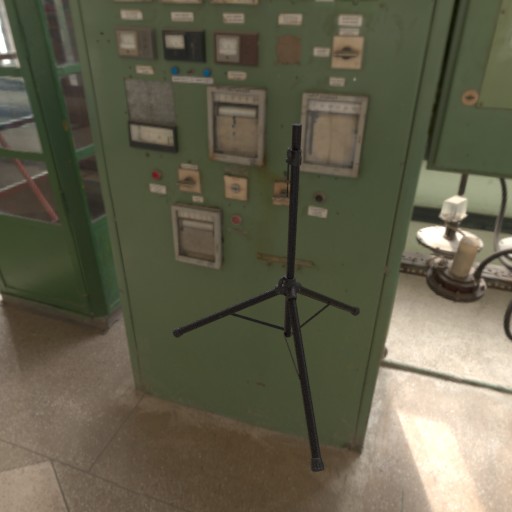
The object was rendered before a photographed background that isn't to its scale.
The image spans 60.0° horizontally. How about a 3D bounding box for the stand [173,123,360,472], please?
[{"bbox_3d":[0.000,0.000,1.896,0.907,1.136,1.045,11,32,17],"label":"stand"}]
